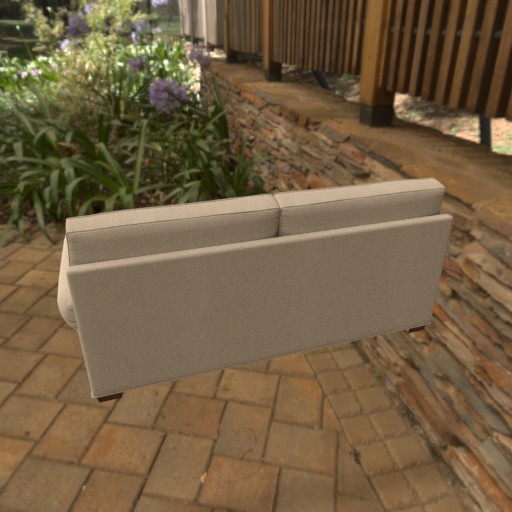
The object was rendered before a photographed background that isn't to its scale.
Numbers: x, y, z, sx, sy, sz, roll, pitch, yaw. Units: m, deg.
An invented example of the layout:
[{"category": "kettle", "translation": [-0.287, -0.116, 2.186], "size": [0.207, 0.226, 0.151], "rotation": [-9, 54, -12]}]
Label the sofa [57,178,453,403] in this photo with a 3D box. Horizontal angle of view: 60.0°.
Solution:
[{"category": "sofa", "translation": [0.000, 0.000, 2.654], "size": [2.146, 0.962, 0.901], "rotation": [-9, 28, -16]}]
